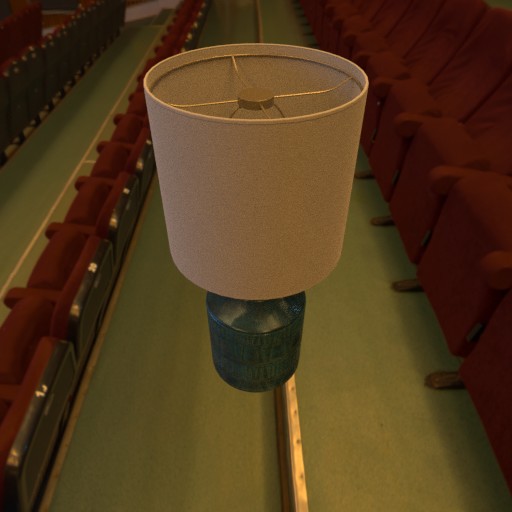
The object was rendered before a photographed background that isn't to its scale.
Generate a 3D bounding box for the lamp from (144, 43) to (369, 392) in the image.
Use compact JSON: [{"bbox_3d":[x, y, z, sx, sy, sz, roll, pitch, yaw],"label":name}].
[{"bbox_3d":[0.000,0.000,0.570,0.211,0.455,0.211,-1,40,-1],"label":"lamp"}]
